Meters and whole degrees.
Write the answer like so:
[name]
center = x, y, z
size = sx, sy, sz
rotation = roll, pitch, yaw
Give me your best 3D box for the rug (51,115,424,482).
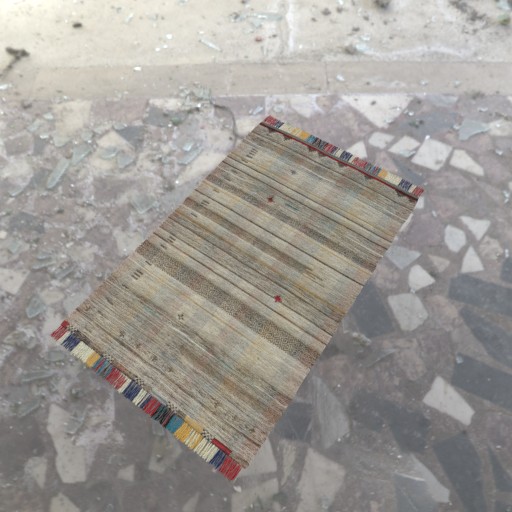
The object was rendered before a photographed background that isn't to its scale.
[rug]
center = 0.000, 0.000, 3.080
size = 1.465, 0.012, 2.465
rotation = 31, 64, 17
